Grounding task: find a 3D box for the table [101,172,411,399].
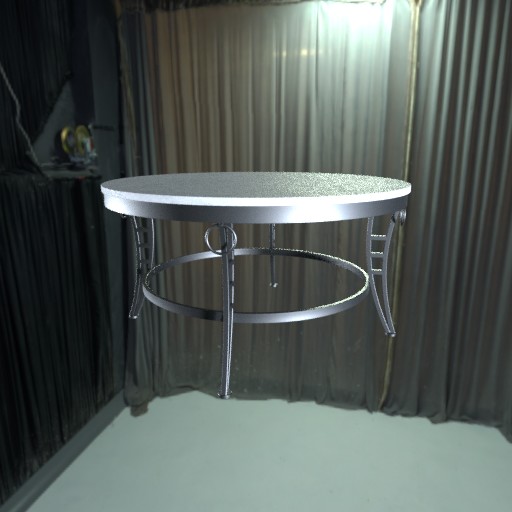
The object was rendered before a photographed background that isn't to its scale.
[{"bbox_3d":[0.000,0.000,1.399,0.889,0.470,0.889,0,14,0],"label":"table"}]
